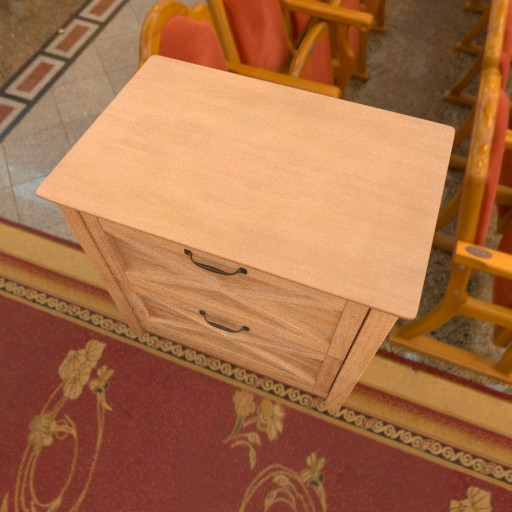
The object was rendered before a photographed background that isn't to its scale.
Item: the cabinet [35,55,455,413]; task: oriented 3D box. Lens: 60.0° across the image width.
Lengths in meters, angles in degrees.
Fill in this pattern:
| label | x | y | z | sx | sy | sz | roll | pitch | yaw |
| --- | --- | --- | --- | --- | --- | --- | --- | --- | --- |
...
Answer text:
| label | x | y | z | sx | sy | sz | roll | pitch | yaw |
| --- | --- | --- | --- | --- | --- | --- | --- | --- | --- |
| cabinet | 0.000 | 0.000 | 1.256 | 0.763 | 0.762 | 0.503 | 18 | 59 | 11 |
